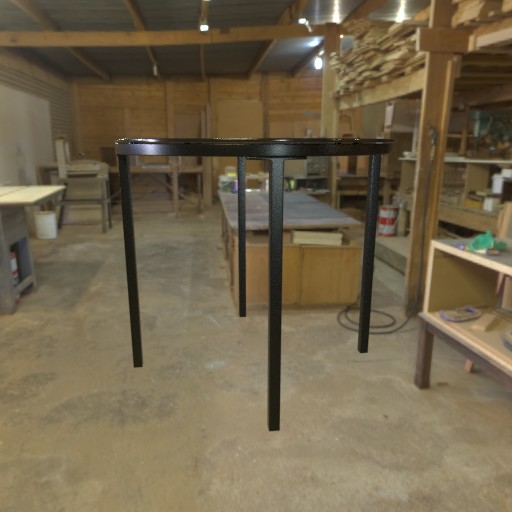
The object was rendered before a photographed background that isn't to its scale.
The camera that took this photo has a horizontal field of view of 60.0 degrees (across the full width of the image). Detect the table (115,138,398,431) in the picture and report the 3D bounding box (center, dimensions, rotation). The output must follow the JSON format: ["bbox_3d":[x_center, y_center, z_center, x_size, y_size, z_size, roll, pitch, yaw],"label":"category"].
[{"bbox_3d":[0.000,0.000,0.872,0.499,0.443,0.499,0,14,0],"label":"table"}]
